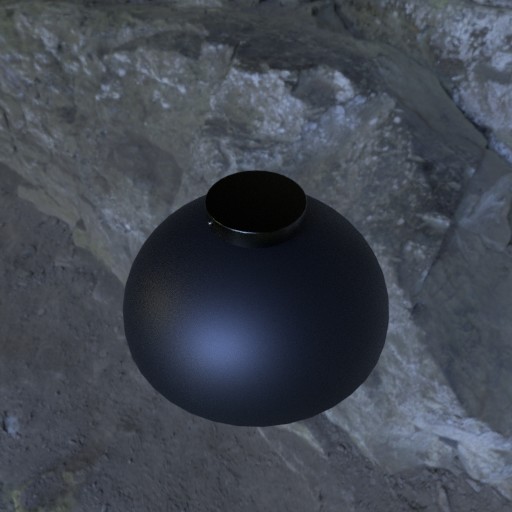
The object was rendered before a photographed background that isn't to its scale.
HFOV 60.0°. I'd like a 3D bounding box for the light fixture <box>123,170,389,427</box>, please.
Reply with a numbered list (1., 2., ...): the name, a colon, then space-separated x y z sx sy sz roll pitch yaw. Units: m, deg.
1. light fixture: 0.000 0.000 0.550 0.355 0.177 0.355 0 45 0
